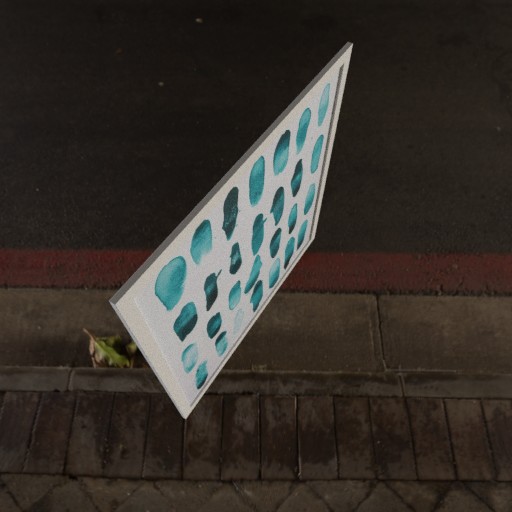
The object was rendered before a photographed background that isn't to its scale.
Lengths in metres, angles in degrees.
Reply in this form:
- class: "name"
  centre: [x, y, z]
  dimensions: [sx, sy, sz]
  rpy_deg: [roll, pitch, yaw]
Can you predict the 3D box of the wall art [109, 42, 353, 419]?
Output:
- class: "wall art"
  centre: [0.000, 0.000, 1.210]
  dimensions: [0.013, 0.813, 0.812]
  rpy_deg: [29, 62, 17]
